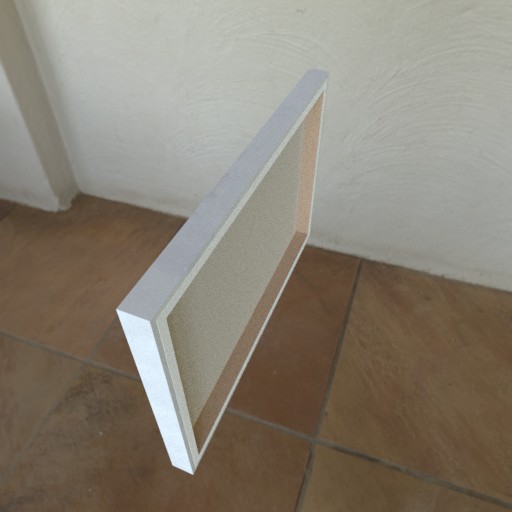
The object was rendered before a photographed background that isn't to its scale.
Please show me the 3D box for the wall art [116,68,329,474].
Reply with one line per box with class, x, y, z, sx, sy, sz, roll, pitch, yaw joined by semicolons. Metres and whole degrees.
wall art;0.000;0.000;0.763;0.038;0.407;0.609;16;48;16
